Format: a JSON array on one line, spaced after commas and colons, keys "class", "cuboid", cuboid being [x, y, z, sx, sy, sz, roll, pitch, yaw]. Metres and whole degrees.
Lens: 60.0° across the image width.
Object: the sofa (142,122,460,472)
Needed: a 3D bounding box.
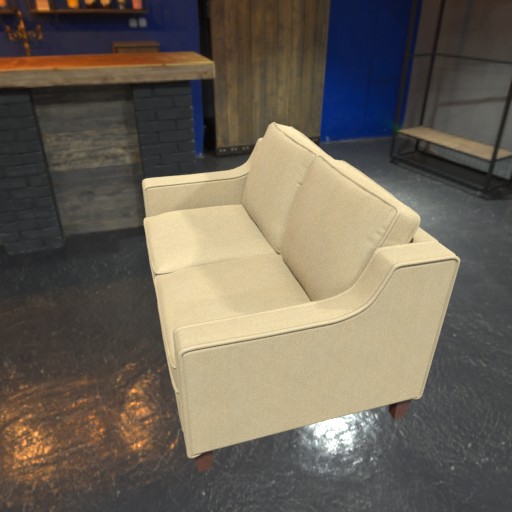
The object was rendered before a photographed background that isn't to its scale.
[{"class": "sofa", "cuboid": [0.000, 0.000, 2.140, 0.987, 0.971, 1.501, -9, 32, -14]}]
